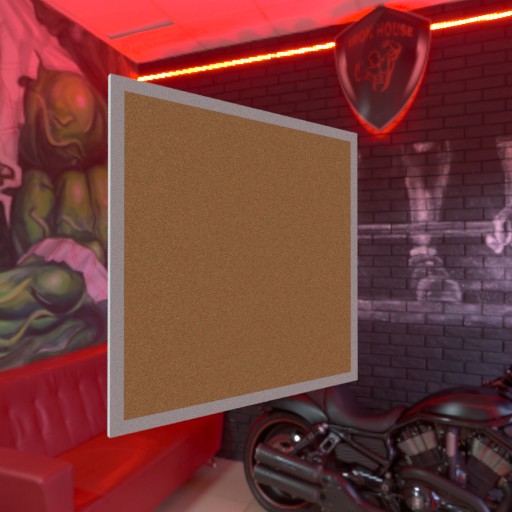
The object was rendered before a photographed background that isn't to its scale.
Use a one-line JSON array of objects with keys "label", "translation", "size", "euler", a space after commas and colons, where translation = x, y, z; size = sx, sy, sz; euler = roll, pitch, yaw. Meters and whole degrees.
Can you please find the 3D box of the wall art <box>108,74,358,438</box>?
[{"label": "wall art", "translation": [0.000, 0.000, 0.692], "size": [0.456, 0.457, 0.009], "euler": [0, 0, -36]}]
